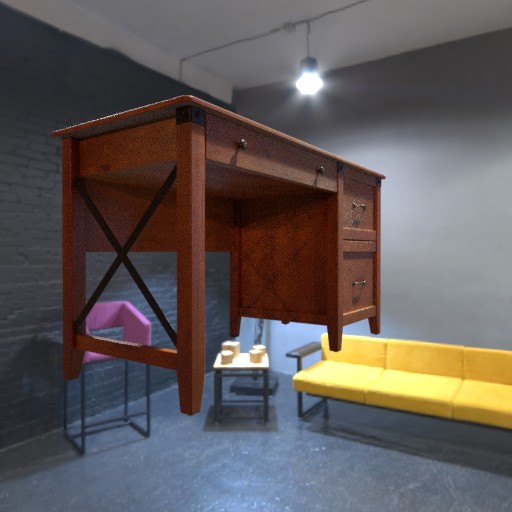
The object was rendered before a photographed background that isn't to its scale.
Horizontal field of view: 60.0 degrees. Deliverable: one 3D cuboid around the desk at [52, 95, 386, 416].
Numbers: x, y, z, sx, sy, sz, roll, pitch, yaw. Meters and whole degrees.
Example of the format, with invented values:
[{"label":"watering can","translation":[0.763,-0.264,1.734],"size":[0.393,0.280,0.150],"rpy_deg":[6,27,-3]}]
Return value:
[{"label":"desk","translation":[0.000,0.000,1.732],"size":[0.574,0.756,1.353],"rpy_deg":[0,1,35]}]
